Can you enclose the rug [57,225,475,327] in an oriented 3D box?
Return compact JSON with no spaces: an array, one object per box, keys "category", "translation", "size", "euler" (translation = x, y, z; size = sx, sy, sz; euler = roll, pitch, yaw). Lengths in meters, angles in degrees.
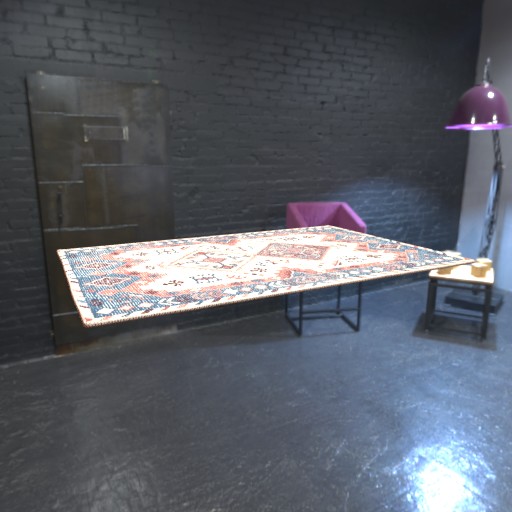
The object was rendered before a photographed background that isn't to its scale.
[{"category":"rug","translation":[0.000,0.000,2.314],"size":[1.840,0.015,1.225],"euler":[-7,15,-27]}]
